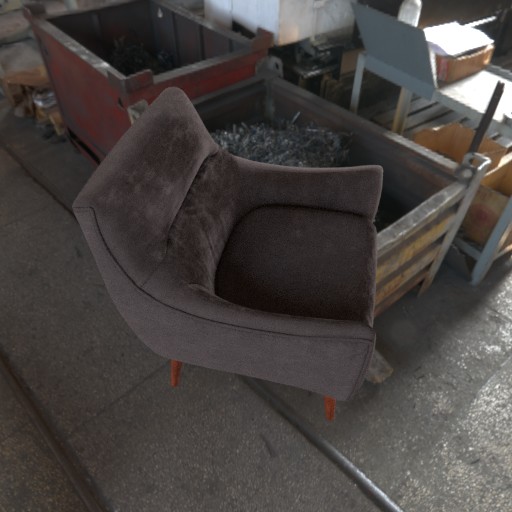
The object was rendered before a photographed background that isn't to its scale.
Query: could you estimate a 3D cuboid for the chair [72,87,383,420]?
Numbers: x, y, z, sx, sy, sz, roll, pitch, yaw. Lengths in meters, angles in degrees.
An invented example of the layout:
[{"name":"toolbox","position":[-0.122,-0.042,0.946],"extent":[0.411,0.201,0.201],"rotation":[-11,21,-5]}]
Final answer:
[{"name":"chair","position":[0.000,0.000,1.464],"extent":[0.787,0.838,0.762],"rotation":[9,47,9]}]
